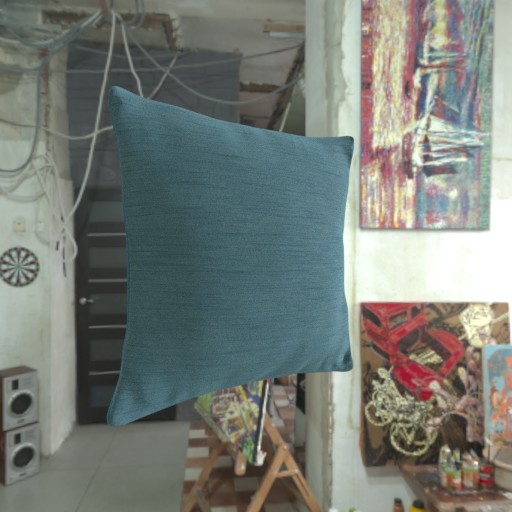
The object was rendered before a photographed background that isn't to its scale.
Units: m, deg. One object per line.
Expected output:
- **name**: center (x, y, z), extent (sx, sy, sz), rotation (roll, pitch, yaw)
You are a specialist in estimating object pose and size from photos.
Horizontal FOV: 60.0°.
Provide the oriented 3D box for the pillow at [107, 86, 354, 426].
- **pillow**: center (0.000, 0.000, 0.655), extent (0.433, 0.415, 0.151), rotation (-1, 1, -36)
